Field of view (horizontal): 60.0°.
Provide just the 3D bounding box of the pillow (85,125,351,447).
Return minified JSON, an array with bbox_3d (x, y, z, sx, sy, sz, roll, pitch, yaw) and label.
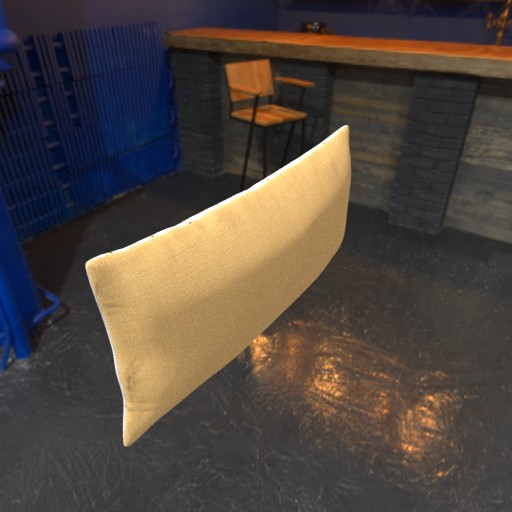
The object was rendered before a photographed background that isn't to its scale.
[{"bbox_3d":[0.000,0.000,0.726,0.151,0.291,0.608,20,37,29],"label":"pillow"}]
